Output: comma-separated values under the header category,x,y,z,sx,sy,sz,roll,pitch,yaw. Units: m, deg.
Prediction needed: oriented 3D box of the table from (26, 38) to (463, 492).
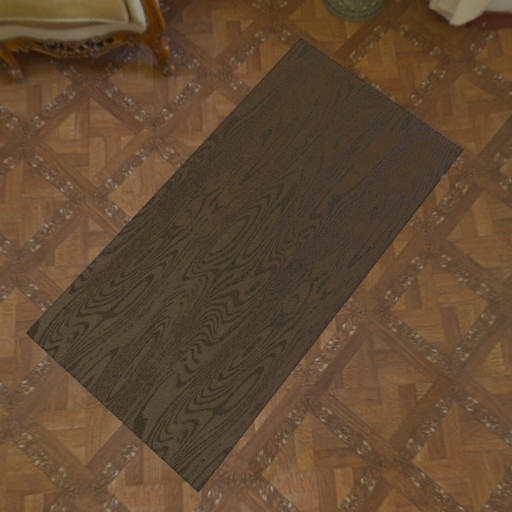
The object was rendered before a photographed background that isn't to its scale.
category,x,y,z,sx,sy,sz,roll,pitch,yaw
table,0.000,0.000,2.435,1.016,0.762,1.981,39,79,9
